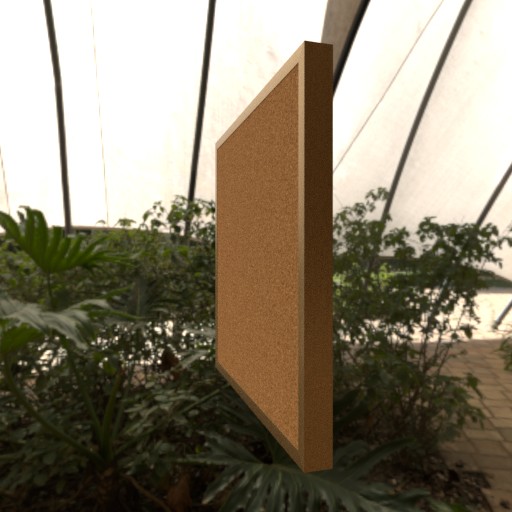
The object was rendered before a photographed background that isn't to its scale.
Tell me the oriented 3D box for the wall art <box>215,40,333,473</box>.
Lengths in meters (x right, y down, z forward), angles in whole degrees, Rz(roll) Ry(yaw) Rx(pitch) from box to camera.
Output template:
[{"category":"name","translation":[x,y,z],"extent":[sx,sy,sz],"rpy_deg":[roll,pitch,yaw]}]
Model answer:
[{"category":"wall art","translation":[0.000,0.000,0.770],"extent":[0.037,0.509,0.510],"rpy_deg":[0,0,-17]}]
